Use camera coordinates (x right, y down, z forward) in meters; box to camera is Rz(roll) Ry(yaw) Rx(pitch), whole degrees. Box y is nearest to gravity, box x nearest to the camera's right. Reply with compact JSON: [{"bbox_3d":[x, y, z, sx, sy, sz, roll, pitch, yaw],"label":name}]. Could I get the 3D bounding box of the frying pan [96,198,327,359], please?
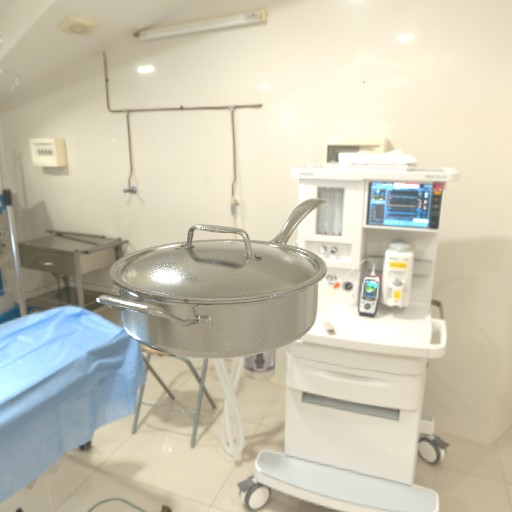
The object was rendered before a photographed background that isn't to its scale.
[{"bbox_3d":[0.000,0.000,0.593,0.245,0.111,0.492,8,17,27],"label":"frying pan"}]
